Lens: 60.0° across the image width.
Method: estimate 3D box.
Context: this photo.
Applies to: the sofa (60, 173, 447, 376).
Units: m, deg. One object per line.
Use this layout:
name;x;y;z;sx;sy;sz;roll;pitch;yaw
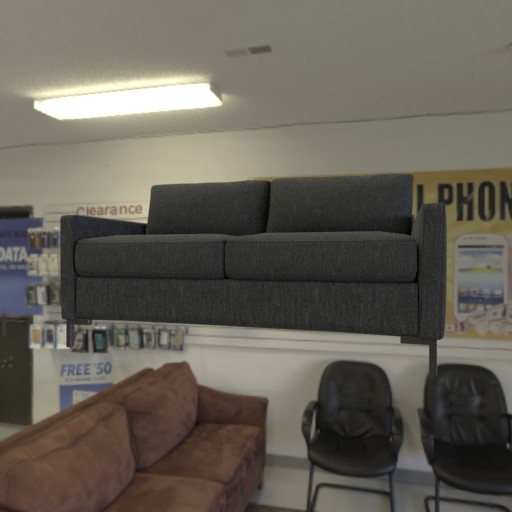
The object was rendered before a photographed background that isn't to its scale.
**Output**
sofa;0.000;0.000;2.230;1.716;0.862;0.866;0;0;18
